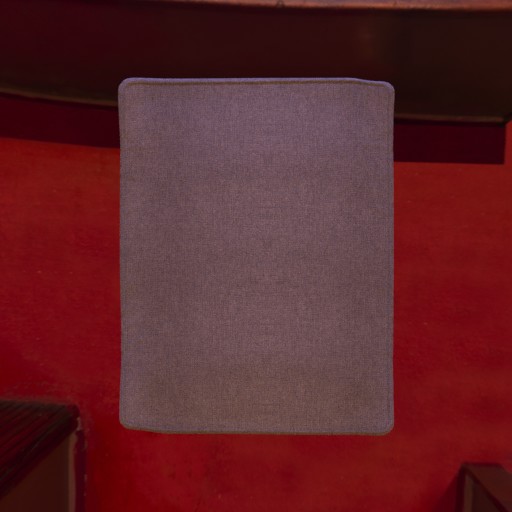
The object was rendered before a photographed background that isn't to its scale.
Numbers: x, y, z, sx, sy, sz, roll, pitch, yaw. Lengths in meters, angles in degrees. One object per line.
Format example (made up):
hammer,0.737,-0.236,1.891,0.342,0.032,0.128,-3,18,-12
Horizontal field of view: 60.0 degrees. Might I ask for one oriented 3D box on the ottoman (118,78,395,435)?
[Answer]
ottoman,0.000,0.000,1.209,0.652,0.492,0.833,0,90,1
